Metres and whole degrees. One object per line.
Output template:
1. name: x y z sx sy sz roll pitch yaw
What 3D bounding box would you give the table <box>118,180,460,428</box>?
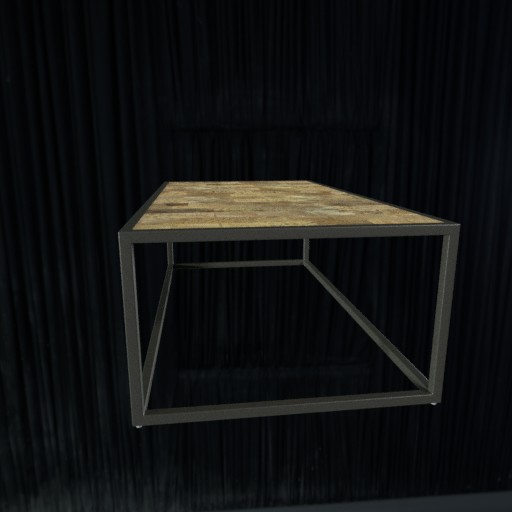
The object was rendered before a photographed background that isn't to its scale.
1. table: 0.000 0.000 1.448 0.649 0.398 1.199 -2 14 -7
